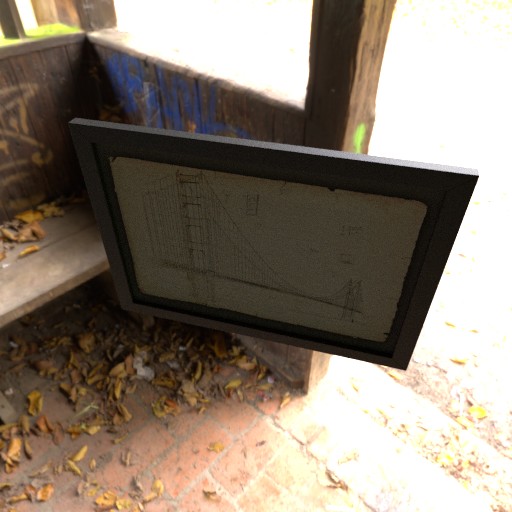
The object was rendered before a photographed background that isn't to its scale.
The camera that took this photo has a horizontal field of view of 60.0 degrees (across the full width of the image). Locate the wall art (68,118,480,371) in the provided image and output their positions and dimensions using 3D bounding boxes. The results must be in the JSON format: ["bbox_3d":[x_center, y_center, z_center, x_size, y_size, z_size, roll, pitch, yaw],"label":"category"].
[{"bbox_3d":[0.000,0.000,0.557,0.432,0.306,0.016,10,42,12],"label":"wall art"}]
